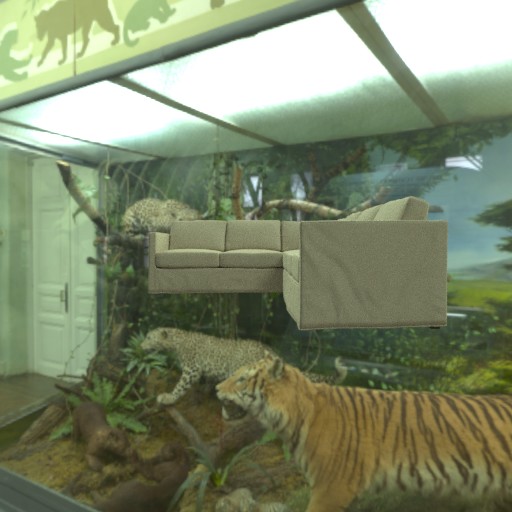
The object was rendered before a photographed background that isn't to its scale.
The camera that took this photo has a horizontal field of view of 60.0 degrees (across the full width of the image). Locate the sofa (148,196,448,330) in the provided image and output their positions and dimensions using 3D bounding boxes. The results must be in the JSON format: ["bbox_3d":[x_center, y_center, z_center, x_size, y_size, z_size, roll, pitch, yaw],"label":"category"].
[{"bbox_3d":[0.000,0.000,4.337,2.432,0.871,3.182,0,1,1],"label":"sofa"}]
